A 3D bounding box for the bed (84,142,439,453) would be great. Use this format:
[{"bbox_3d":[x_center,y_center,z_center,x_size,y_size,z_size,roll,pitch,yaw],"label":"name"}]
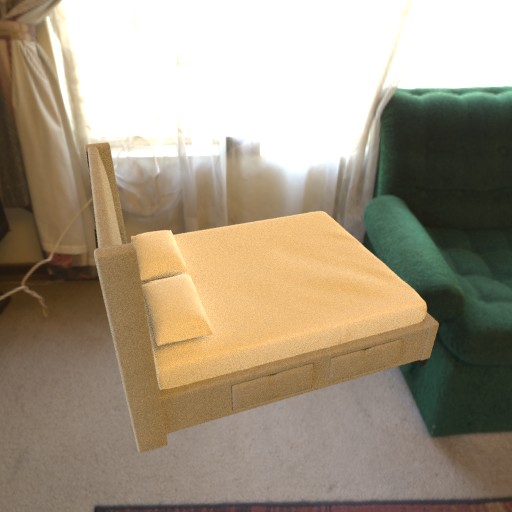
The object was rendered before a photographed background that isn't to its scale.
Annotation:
[{"bbox_3d":[0.000,0.000,3.454,2.222,1.491,1.774,-11,33,-17],"label":"bed"}]
